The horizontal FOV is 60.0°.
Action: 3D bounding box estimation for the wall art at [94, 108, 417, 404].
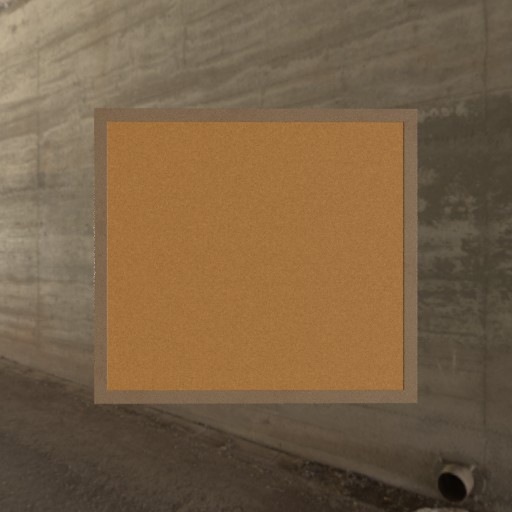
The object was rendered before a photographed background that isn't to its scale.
[{"bbox_3d":[0.000,0.000,1.615,1.168,1.067,0.025,0,0,0],"label":"wall art"}]
